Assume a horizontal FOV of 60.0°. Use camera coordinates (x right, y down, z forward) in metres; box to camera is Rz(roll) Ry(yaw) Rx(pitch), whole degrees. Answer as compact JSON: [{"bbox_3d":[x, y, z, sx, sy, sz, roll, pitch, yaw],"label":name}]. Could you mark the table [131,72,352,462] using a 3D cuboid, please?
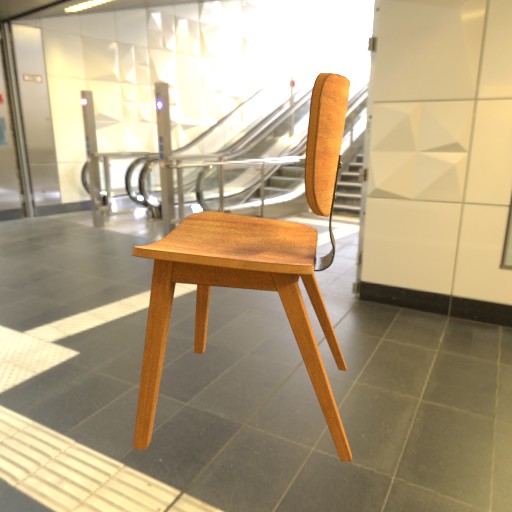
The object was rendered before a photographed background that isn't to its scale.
[{"bbox_3d":[0.000,0.000,1.110,0.500,0.805,0.499,3,15,9],"label":"table"}]
